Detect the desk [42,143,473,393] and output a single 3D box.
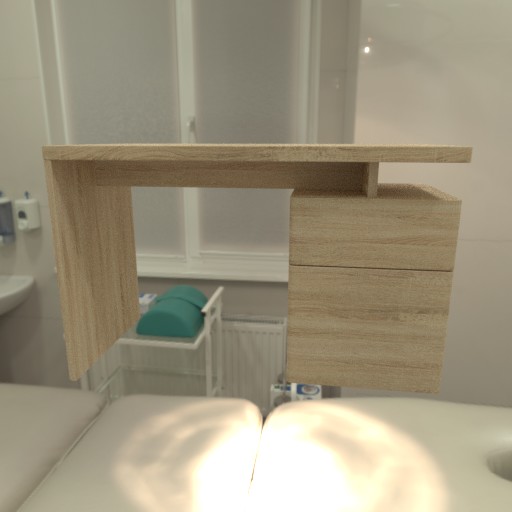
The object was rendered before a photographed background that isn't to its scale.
[{"bbox_3d":[0.000,0.000,1.561,1.200,0.760,0.550,2,15,8],"label":"desk"}]
